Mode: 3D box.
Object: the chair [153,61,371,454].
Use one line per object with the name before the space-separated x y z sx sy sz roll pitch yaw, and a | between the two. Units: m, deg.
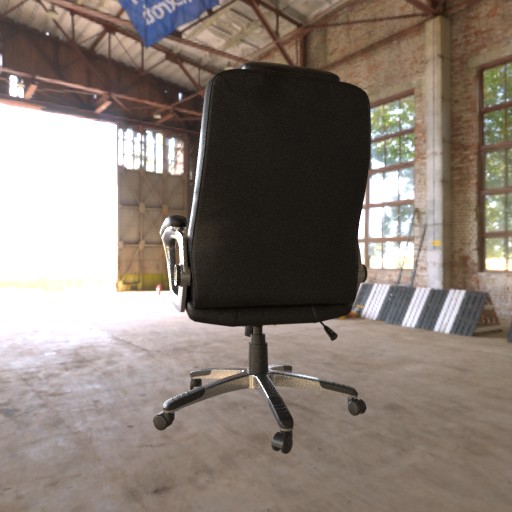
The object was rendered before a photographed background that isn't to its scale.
chair | 0.000 0.000 1.523 0.697 1.075 0.689 0 0 -17
